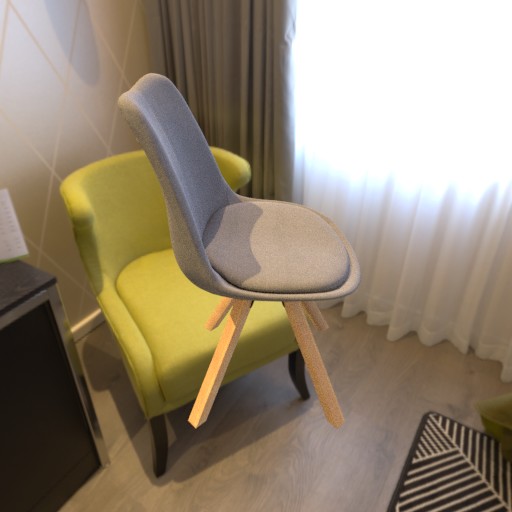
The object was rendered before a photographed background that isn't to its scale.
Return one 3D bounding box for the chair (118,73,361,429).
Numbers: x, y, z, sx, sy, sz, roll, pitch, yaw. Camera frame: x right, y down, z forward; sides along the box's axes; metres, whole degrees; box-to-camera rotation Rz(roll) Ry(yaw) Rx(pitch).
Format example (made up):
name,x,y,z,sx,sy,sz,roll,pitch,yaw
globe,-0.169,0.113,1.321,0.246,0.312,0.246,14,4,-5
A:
name,x,y,z,sx,sy,sz,roll,pitch,yaw
chair,0.000,0.000,1.173,0.549,0.863,0.474,1,33,1
